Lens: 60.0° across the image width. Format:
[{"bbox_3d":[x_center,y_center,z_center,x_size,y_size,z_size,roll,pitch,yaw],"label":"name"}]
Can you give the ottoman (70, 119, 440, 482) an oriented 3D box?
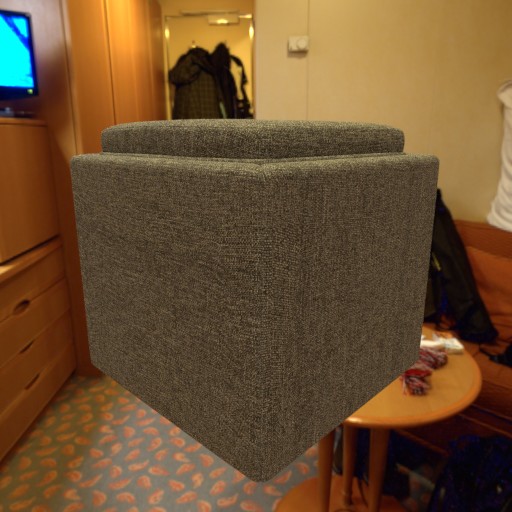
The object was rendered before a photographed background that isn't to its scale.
[{"bbox_3d":[0.000,0.000,0.788,0.450,0.460,0.450,14,21,42],"label":"ottoman"}]
